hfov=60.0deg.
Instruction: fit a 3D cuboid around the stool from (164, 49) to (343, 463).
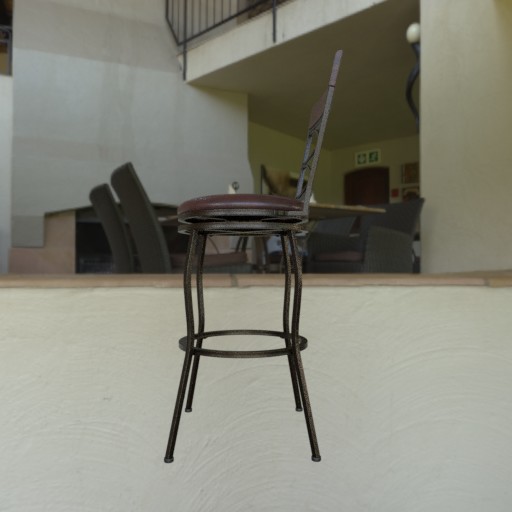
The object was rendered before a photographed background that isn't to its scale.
[{"bbox_3d":[0.000,0.000,1.429,0.513,1.130,0.448,0,-1,-1],"label":"stool"}]
